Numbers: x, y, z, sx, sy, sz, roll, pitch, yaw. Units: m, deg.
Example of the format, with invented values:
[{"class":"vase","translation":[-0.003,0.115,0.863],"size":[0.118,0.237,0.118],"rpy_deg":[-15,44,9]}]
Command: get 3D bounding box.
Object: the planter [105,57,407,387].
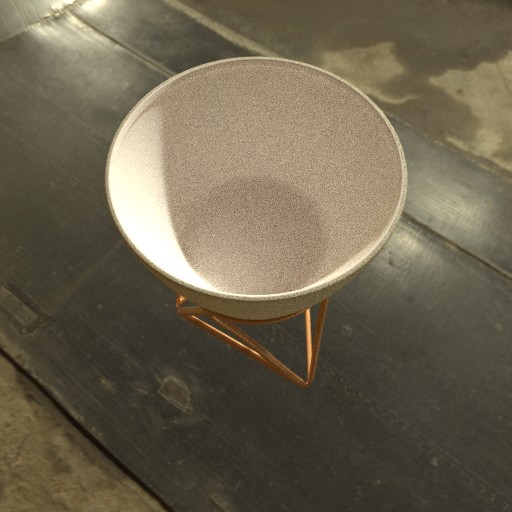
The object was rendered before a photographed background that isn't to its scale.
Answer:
[{"class":"planter","translation":[0.000,0.000,0.741],"size":[0.350,0.504,0.350],"rpy_deg":[0,64,0]}]
